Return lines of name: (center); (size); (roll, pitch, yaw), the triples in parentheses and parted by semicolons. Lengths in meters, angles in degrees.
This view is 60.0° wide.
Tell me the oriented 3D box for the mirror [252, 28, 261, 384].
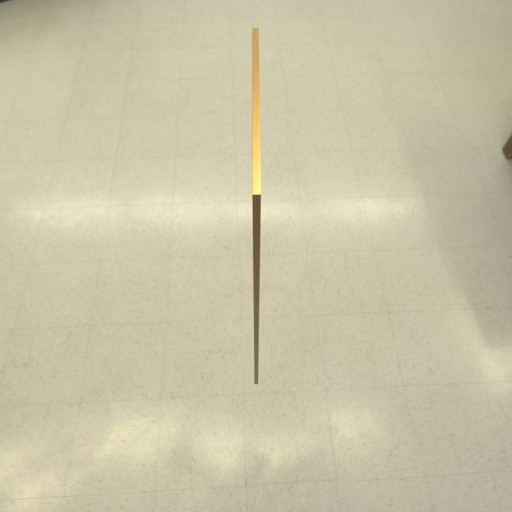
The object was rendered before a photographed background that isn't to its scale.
mirror: (0.000, 0.000, 2.358); (0.025, 2.031, 0.812); (0, 59, 0)
